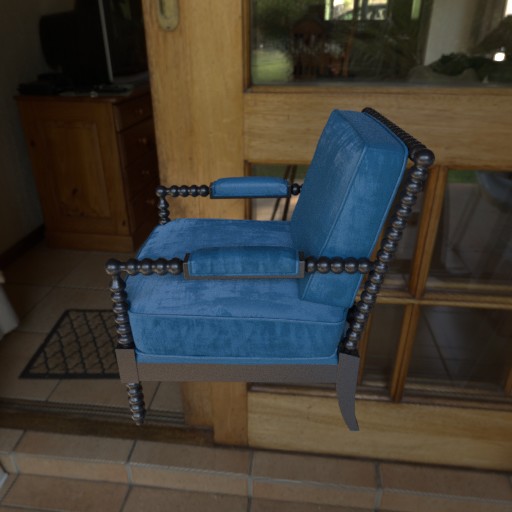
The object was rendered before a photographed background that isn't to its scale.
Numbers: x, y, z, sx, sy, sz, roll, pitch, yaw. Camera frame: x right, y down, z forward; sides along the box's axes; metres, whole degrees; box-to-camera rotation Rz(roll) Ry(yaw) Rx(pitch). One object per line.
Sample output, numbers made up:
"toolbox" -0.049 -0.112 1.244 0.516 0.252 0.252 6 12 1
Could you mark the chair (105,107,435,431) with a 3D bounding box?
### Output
"chair" 0.000 0.000 1.437 0.805 0.857 0.688 0 27 1
